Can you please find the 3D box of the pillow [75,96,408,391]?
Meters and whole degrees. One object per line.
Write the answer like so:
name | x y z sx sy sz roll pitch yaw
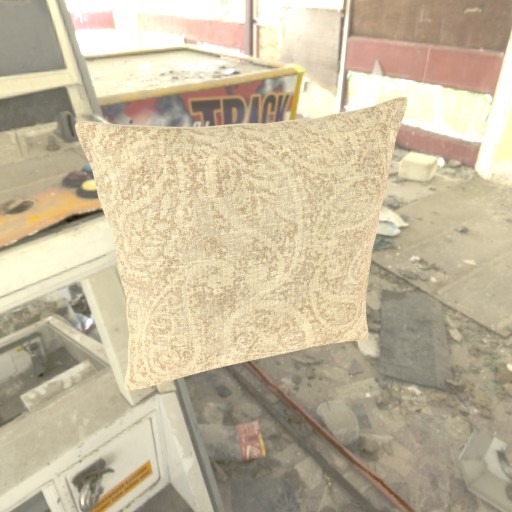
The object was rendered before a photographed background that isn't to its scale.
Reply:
pillow | 0.000 0.000 0.787 0.523 0.510 0.166 -9 33 -15
